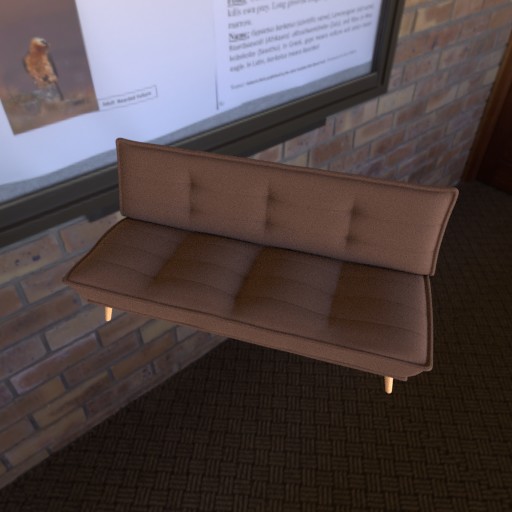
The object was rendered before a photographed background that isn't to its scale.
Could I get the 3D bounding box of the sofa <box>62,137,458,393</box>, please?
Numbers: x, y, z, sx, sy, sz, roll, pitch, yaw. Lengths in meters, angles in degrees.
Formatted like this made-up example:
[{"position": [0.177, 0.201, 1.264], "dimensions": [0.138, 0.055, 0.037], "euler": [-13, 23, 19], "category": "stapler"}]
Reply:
[{"position": [0.000, 0.000, 2.497], "dimensions": [1.940, 0.890, 0.950], "euler": [11, 42, 13], "category": "sofa"}]
